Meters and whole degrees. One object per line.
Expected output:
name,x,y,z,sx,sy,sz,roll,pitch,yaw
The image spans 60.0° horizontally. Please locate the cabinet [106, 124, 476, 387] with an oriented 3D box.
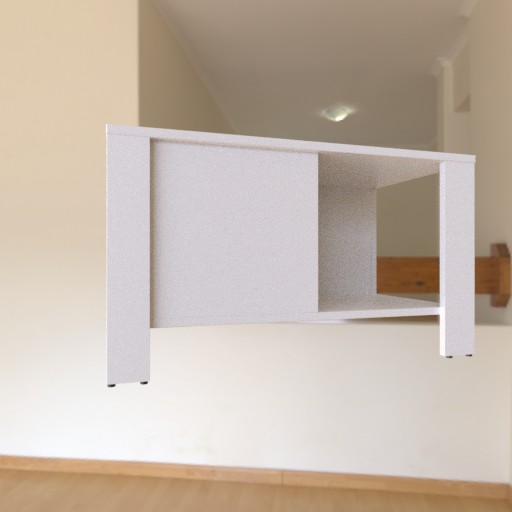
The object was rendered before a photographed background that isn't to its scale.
cabinet,0.000,0.000,1.272,0.800,0.460,0.800,0,0,-18
